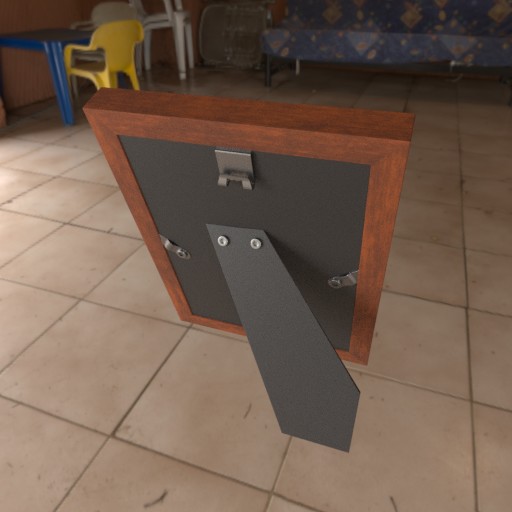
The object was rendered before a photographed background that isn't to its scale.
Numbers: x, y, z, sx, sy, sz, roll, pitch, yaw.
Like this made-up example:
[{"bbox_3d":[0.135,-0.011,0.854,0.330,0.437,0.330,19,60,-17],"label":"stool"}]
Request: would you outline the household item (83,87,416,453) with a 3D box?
[{"bbox_3d":[0.000,0.000,0.284,0.160,0.204,0.096,11,34,16],"label":"household item"}]
